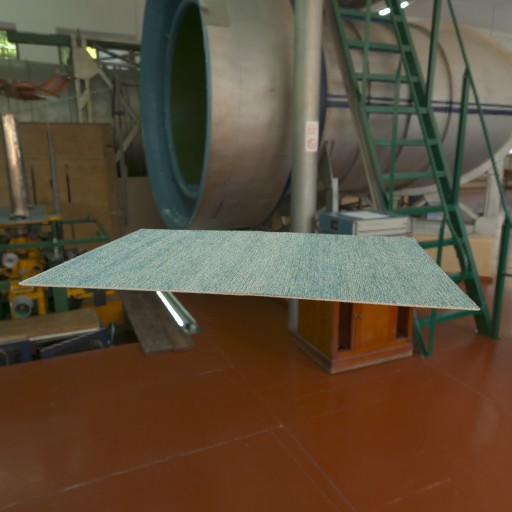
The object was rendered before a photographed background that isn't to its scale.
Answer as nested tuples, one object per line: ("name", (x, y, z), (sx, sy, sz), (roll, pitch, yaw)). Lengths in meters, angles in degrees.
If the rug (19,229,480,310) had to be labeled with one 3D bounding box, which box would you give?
("rug", (0.000, 0.000, 2.930), (2.305, 0.029, 1.593), (2, 14, 9))
